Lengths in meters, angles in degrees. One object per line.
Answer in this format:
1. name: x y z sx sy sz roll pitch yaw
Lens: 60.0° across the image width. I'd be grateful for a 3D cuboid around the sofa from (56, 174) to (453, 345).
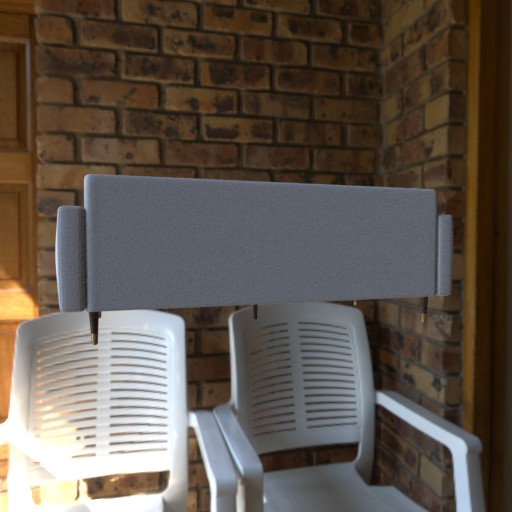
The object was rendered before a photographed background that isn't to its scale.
1. sofa: 0.000 0.000 2.828 2.291 0.821 0.990 -1 2 -18
